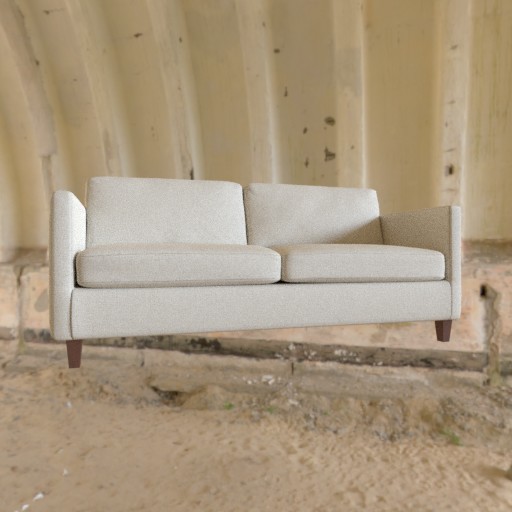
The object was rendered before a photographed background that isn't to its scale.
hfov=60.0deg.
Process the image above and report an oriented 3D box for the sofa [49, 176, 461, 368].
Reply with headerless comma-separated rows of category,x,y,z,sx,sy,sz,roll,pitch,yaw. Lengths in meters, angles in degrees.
sofa,0.000,0.000,2.440,1.981,0.889,0.965,0,0,-17
